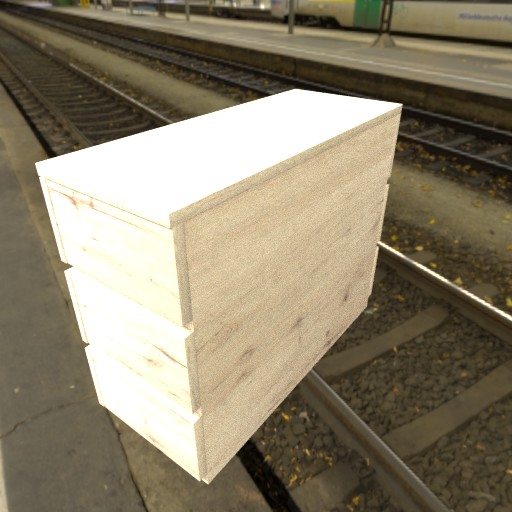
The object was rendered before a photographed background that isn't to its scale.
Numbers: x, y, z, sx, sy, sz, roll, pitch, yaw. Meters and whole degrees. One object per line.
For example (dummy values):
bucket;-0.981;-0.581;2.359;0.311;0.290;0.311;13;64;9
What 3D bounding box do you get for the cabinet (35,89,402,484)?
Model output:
cabinet;0.000;0.000;1.425;0.420;0.820;1.040;21;37;31
